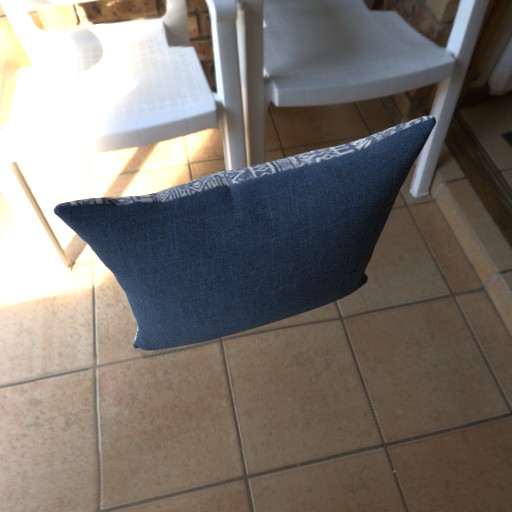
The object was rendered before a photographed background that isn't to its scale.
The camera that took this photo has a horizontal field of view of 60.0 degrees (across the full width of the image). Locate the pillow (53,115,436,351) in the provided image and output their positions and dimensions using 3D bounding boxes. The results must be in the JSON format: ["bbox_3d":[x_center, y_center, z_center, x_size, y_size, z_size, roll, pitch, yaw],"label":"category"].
[{"bbox_3d":[0.000,0.000,0.791,0.546,0.487,0.180,-16,59,-9],"label":"pillow"}]
